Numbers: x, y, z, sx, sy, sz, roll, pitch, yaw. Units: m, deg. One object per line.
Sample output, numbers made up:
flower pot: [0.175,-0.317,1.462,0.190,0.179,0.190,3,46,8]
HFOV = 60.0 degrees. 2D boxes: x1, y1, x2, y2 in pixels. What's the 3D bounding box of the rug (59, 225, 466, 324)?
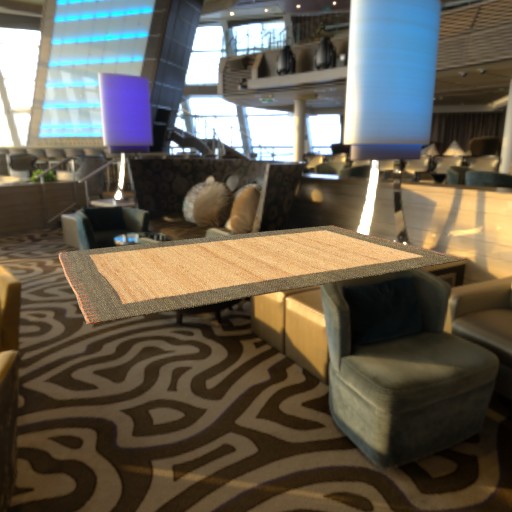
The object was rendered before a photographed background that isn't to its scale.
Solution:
rug: [0.000,0.000,3.074,2.435,0.006,1.521,-7,15,-27]
